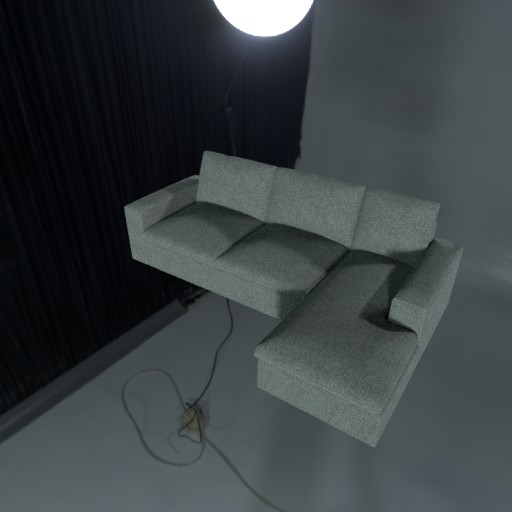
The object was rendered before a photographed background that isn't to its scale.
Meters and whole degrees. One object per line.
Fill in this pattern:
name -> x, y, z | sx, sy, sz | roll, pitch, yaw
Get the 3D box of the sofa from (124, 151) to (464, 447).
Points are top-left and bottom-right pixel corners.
sofa -> 0.000, 0.000, 3.519 | 2.718, 0.940, 1.689 | 19, 36, 29
